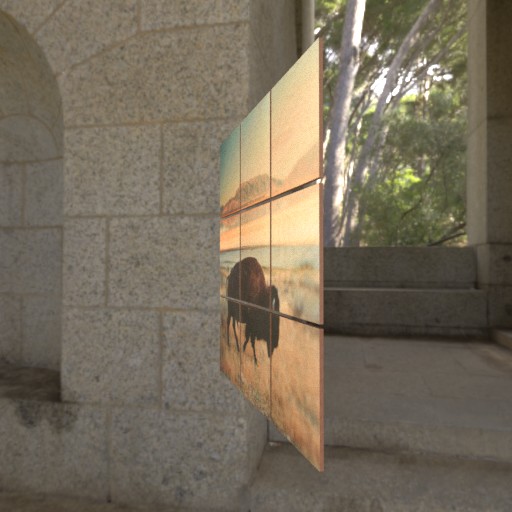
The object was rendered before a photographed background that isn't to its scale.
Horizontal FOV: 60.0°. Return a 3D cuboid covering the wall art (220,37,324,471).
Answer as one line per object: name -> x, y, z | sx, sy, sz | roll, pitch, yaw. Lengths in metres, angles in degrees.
wall art -> 0.000, 0.000, 1.825 | 0.019, 1.218, 1.221 | 0, -1, -18
